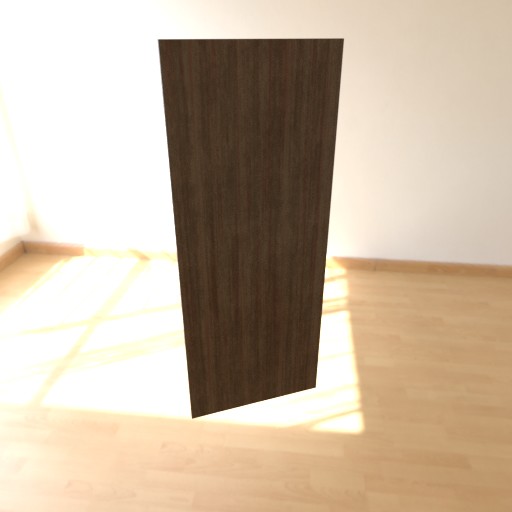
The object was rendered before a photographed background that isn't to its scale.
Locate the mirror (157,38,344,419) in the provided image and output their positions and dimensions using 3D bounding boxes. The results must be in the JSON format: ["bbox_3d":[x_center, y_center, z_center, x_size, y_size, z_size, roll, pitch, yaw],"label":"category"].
[{"bbox_3d":[0.000,0.000,2.309,0.812,2.032,0.025,-9,28,-17],"label":"mirror"}]
